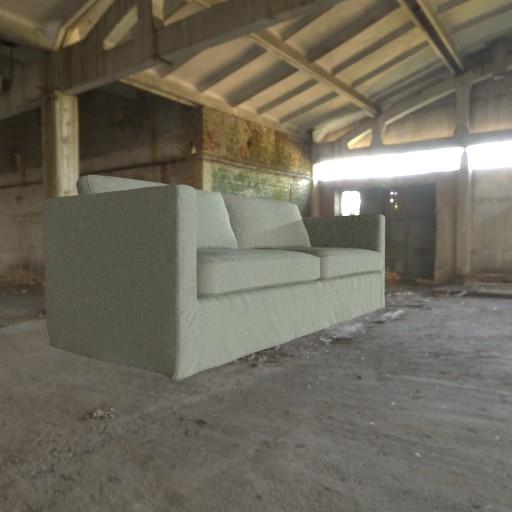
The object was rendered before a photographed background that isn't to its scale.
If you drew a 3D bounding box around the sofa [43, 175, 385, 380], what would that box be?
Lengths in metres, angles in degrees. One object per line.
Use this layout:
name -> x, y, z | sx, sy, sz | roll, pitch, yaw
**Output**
sofa -> 0.000, 0.000, 2.828 | 0.962, 0.853, 2.312 | 1, 2, 35
